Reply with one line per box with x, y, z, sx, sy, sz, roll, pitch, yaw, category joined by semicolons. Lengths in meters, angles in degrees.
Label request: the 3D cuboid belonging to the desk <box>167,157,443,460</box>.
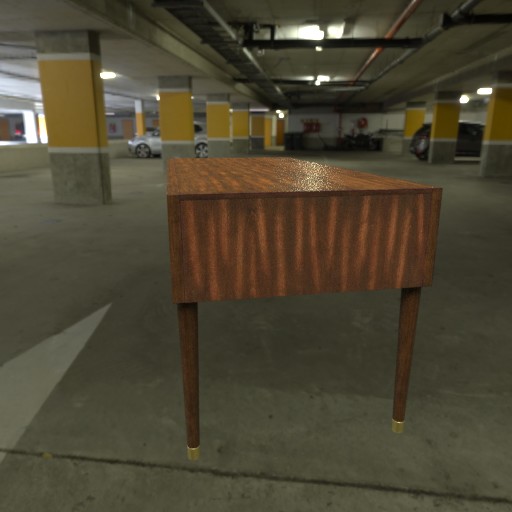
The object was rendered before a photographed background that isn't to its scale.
0.000;0.000;1.945;0.724;0.762;1.575;-3;16;-10;desk
